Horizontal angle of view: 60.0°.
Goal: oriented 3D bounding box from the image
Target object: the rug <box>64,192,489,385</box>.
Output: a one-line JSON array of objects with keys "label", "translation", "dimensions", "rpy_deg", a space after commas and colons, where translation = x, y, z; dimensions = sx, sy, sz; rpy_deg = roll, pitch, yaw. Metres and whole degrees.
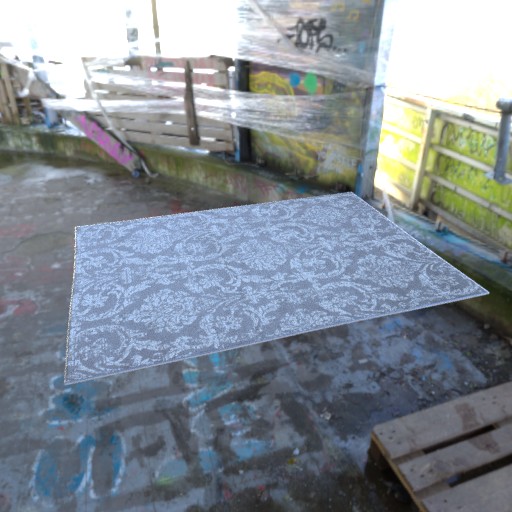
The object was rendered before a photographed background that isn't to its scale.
[{"label": "rug", "translation": [0.000, 0.000, 2.806], "dimensions": [2.206, 0.014, 1.578], "rpy_deg": [-9, 31, -15]}]
